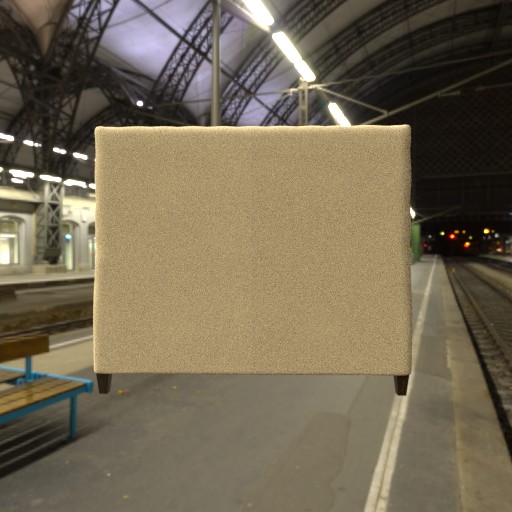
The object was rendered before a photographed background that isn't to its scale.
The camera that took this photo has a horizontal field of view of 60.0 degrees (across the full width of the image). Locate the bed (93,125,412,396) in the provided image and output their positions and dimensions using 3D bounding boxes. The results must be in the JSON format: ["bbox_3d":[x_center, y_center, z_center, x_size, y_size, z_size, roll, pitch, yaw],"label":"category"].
[{"bbox_3d":[0.000,0.000,3.502,1.698,1.427,2.387,0,1,1],"label":"bed"}]
